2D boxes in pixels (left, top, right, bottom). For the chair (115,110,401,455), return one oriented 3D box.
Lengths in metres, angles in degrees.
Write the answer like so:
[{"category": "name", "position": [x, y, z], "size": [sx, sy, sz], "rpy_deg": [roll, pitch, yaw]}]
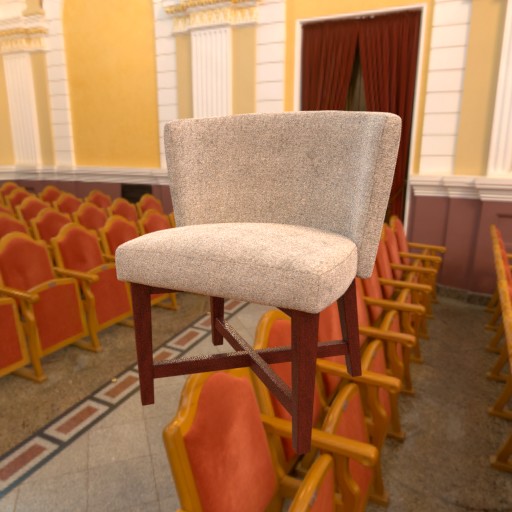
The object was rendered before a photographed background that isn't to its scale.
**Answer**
[{"category": "chair", "position": [0.000, 0.000, 1.278], "size": [0.728, 0.827, 0.575], "rpy_deg": [7, 16, 25]}]
